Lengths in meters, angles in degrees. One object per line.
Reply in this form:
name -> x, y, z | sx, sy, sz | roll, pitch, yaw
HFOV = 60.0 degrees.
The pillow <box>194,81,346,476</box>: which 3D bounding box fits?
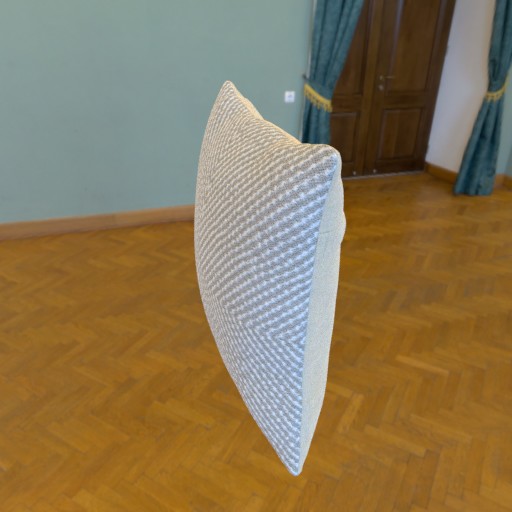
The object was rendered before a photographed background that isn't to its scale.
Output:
pillow -> 0.000, 0.000, 0.693 | 0.181, 0.458, 0.459 | -8, 31, -14
